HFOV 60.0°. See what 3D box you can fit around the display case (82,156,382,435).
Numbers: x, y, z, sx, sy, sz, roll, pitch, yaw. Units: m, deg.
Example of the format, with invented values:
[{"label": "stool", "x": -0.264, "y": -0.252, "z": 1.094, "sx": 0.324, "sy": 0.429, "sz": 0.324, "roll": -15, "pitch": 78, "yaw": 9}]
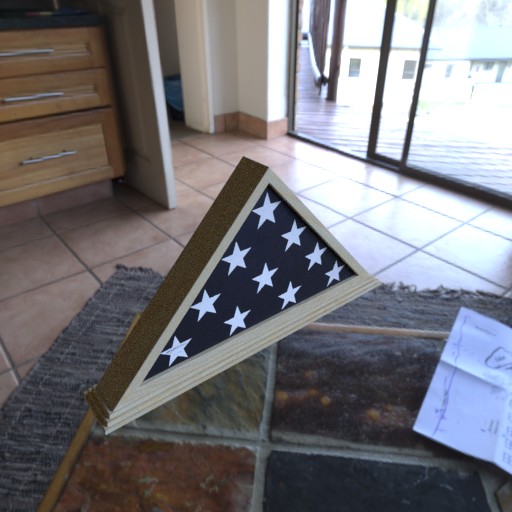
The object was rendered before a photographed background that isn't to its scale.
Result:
[{"label": "display case", "x": 0.000, "y": 0.000, "z": 0.770, "sx": 0.640, "sy": 0.340, "sz": 0.095, "roll": -22, "pitch": 37, "yaw": -32}]
